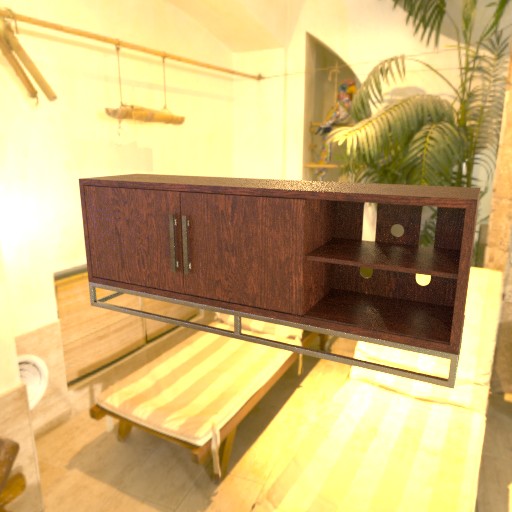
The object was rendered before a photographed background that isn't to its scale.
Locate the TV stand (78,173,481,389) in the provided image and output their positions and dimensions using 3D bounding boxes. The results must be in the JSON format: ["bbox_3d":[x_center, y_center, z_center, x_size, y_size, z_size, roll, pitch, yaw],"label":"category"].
[{"bbox_3d":[0.000,0.000,1.770,1.541,0.578,0.382,7,16,27],"label":"TV stand"}]
